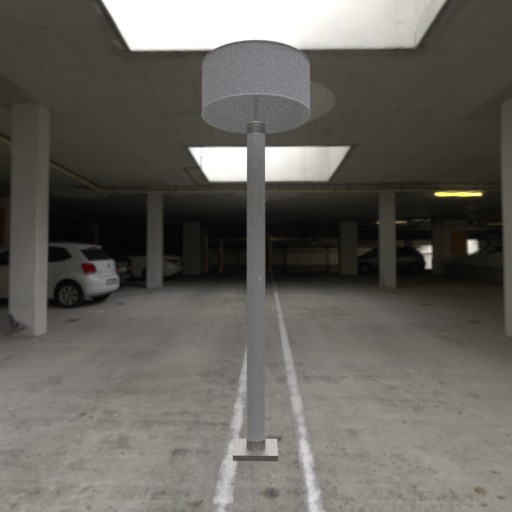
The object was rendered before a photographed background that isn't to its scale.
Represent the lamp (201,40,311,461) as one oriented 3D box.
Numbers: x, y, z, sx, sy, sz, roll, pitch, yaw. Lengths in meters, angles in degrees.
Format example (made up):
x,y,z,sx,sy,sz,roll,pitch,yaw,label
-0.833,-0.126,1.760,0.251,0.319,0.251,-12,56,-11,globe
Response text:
x,y,z,sx,sy,sz,roll,pitch,yaw,label
0.000,0.000,1.688,0.420,1.475,0.420,0,-2,1,lamp
